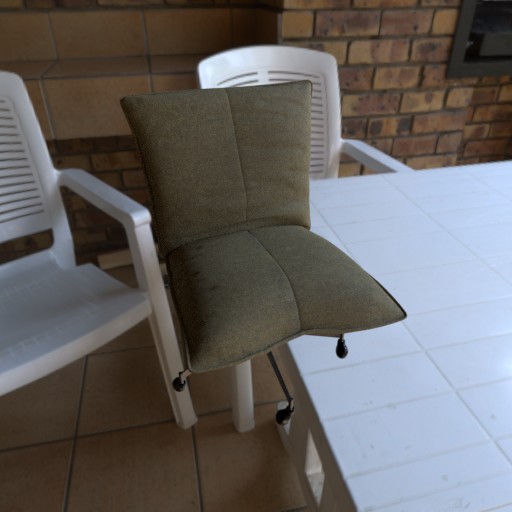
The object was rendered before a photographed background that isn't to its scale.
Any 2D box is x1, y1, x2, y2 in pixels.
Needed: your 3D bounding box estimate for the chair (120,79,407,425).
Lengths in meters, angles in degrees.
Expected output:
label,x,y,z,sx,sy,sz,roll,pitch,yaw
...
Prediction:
label,x,y,z,sx,sy,sz,roll,pitch,yaw
chair,0.000,0.000,1.280,0.597,0.811,0.696,-10,34,-15
